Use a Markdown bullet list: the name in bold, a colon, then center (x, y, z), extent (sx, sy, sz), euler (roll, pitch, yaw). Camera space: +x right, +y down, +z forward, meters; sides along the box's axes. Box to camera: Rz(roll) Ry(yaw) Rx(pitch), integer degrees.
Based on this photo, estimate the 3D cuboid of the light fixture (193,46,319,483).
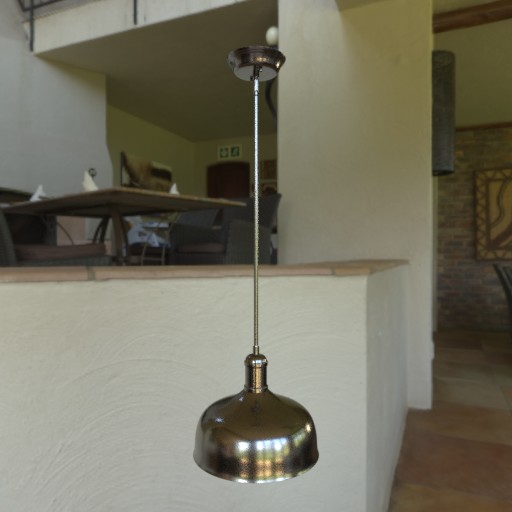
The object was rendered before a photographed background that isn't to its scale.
- **light fixture**: center (0.000, 0.000, 1.060), extent (0.299, 0.935, 0.299), euler (0, 0, -19)
